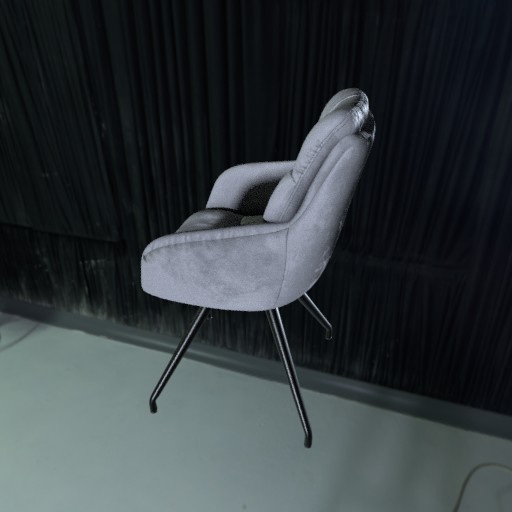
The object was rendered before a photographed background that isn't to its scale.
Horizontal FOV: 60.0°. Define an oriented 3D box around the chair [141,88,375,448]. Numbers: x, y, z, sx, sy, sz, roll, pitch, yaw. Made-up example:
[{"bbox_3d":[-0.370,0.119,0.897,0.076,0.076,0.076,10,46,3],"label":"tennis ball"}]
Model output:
[{"bbox_3d":[0.000,0.000,1.266,0.569,0.888,0.579,7,30,13],"label":"chair"}]
